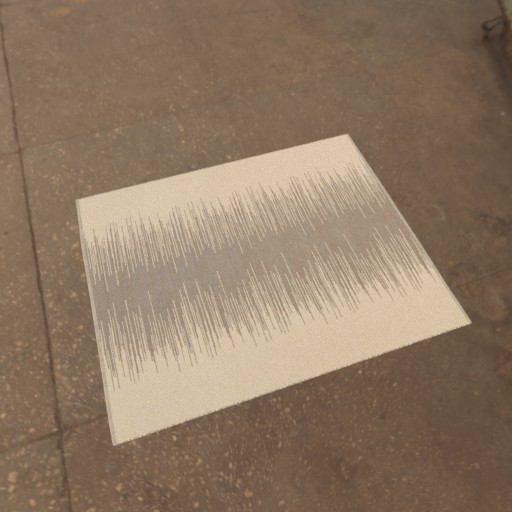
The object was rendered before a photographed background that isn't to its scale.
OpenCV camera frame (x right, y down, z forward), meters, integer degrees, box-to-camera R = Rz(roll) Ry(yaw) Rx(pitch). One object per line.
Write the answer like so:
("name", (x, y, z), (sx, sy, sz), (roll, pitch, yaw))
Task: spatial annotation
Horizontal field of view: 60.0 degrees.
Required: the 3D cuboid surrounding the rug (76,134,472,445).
("rug", (0.000, 0.000, 4.108), (3.037, 0.010, 2.453), (-16, 58, -10))
